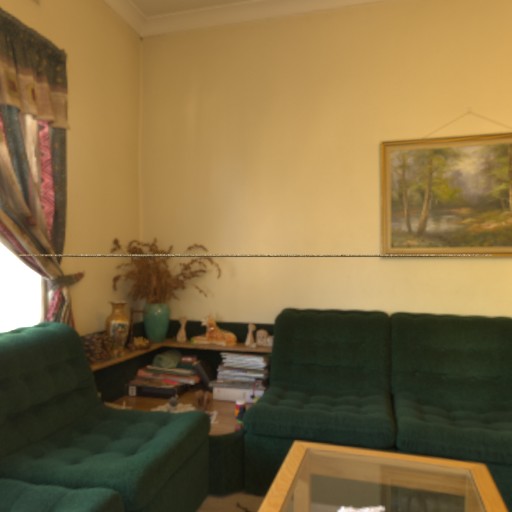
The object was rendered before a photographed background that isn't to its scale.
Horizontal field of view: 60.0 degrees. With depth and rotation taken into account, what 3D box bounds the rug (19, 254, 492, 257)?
[{"bbox_3d":[0.000,0.000,2.671,2.438,0.006,0.783,0,-1,-1],"label":"rug"}]
